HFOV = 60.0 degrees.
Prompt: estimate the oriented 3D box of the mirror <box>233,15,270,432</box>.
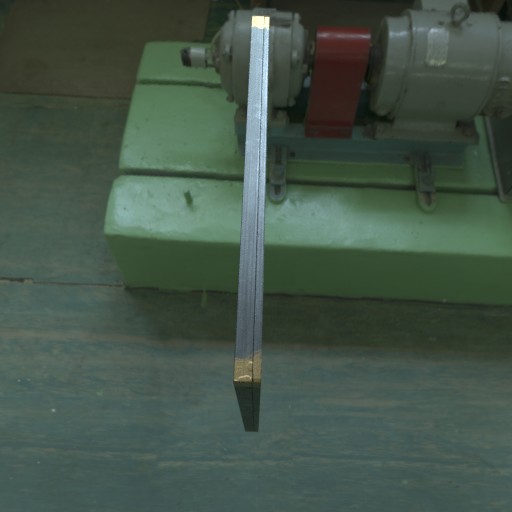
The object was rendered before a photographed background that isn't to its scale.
[{"bbox_3d":[0.000,0.000,0.556,0.020,0.381,0.382,2,64,1],"label":"mirror"}]
